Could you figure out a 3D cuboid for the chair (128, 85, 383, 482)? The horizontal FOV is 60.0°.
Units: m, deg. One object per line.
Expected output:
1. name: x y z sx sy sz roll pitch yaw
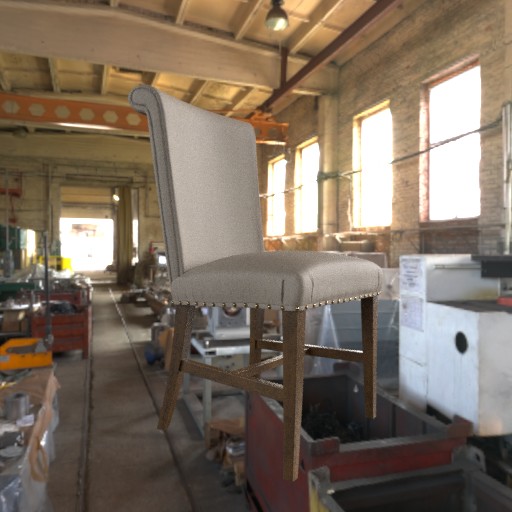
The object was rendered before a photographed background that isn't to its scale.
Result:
1. chair: 0.000 0.000 1.330 0.608 0.988 0.513 0 1 37
